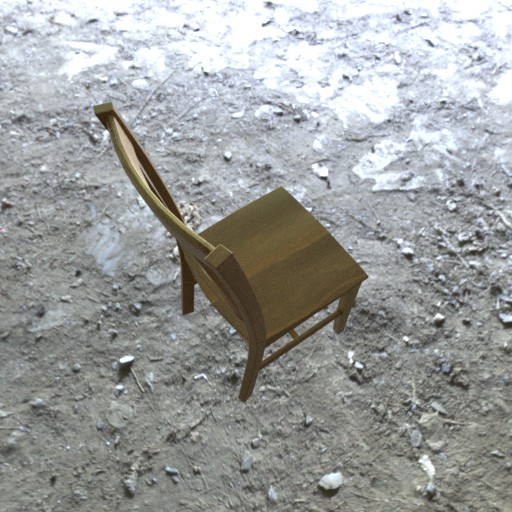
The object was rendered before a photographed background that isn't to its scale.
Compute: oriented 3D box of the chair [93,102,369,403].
[{"bbox_3d":[0.000,0.000,1.308,0.542,0.983,0.485,-30,62,-18],"label":"chair"}]
